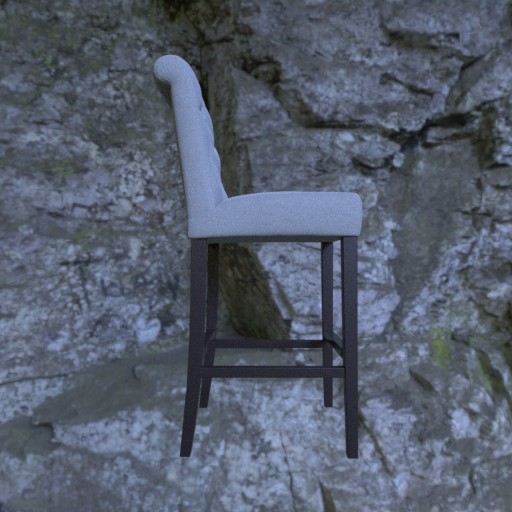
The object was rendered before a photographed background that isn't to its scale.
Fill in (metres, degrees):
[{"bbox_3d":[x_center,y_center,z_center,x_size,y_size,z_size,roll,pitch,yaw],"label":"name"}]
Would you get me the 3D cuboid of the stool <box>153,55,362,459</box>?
[{"bbox_3d":[0.000,0.000,1.466,0.601,1.140,0.493,0,0,0],"label":"stool"}]
